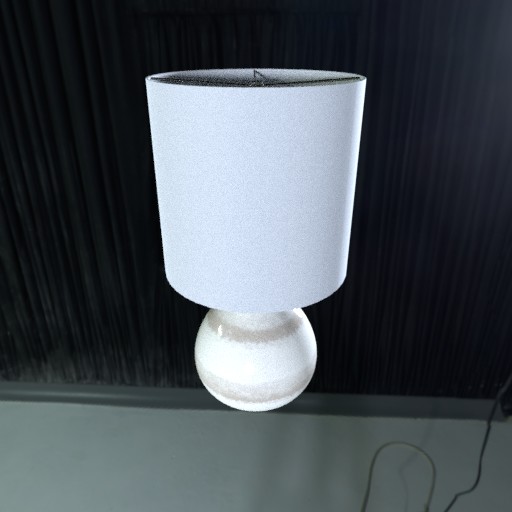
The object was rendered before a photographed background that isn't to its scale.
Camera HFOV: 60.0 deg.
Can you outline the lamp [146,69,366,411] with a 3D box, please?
[{"bbox_3d":[0.000,0.000,0.535,0.217,0.404,0.217,-1,27,-1],"label":"lamp"}]
